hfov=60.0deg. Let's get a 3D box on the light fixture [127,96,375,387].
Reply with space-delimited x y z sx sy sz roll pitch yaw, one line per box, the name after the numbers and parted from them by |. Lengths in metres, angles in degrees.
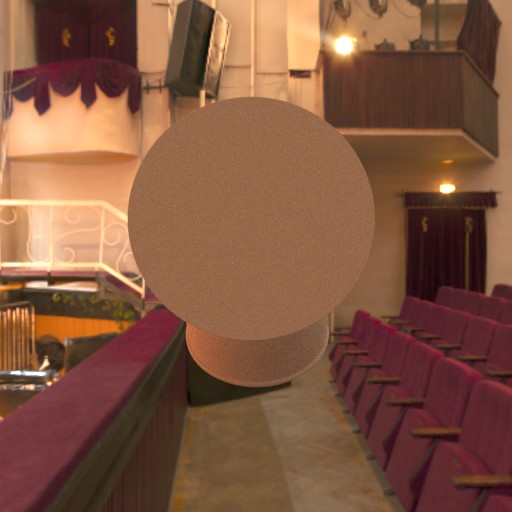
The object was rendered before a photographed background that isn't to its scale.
0.000 0.000 0.331 0.127 0.199 0.209 0 0 2 | light fixture
